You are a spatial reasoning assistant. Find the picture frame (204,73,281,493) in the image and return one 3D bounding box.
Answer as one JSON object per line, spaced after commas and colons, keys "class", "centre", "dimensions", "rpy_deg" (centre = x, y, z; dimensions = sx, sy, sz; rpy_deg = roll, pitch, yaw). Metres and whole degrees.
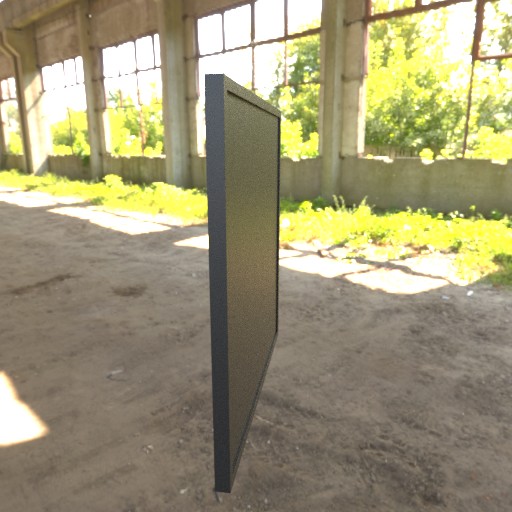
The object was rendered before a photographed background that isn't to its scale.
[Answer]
{"class": "picture frame", "centre": [0.000, 0.000, 1.154], "dimensions": [0.032, 0.775, 0.775], "rpy_deg": [2, 14, 10]}
